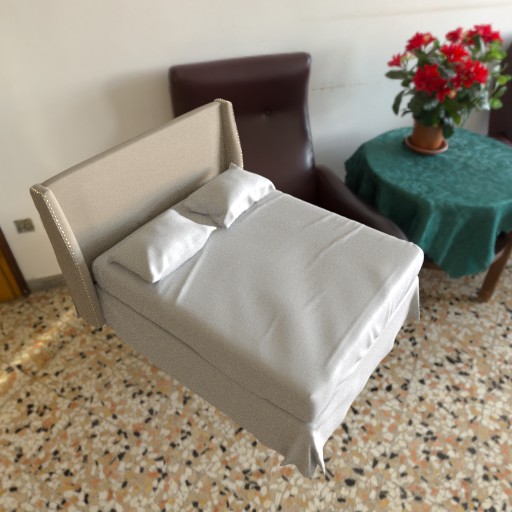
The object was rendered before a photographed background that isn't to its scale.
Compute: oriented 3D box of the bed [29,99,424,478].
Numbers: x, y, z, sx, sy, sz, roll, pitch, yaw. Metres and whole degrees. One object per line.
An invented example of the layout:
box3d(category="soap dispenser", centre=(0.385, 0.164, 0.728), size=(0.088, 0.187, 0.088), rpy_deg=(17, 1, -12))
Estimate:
box3d(category="bed", centre=(0.000, 0.000, 3.332), size=(2.276, 1.332, 1.925), rpy_deg=(26, 47, 27))
